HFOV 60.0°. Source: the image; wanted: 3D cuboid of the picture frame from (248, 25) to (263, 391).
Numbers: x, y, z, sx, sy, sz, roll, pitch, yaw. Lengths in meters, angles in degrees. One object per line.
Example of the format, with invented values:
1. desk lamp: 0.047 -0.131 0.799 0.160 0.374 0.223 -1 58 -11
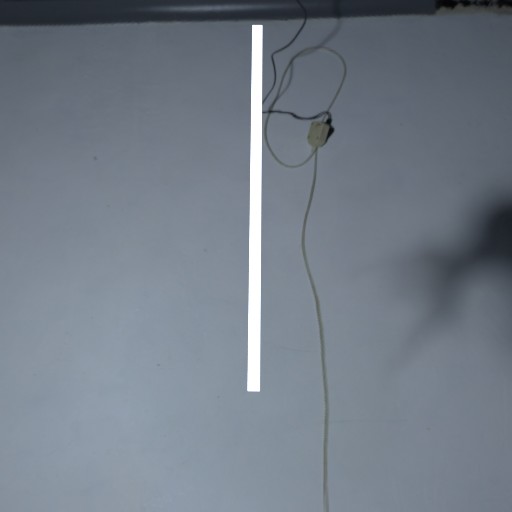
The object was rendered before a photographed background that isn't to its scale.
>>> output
1. picture frame: 0.000 0.000 0.842 0.013 0.657 0.457 1 76 0
